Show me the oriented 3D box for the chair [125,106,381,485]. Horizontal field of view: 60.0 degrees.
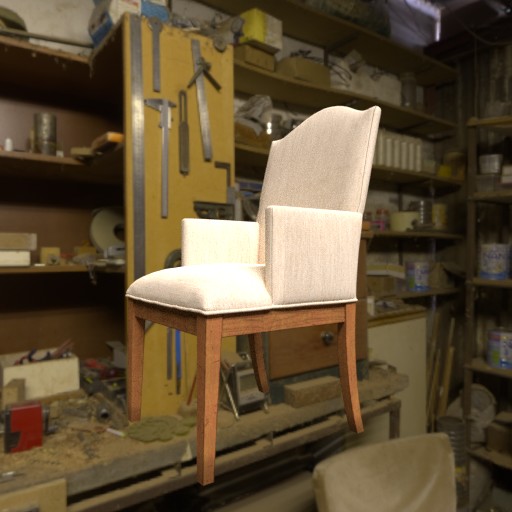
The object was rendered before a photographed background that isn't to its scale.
[{"bbox_3d":[0.000,0.000,1.360,0.641,1.016,0.533,0,0,-35],"label":"chair"}]
